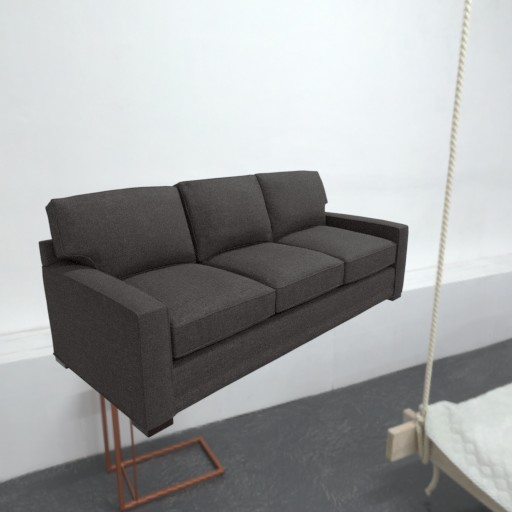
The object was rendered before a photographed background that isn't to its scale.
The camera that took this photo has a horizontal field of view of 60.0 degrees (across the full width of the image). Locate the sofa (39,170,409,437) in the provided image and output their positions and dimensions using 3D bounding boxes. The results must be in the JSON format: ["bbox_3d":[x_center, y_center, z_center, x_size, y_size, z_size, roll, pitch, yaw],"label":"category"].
[{"bbox_3d":[0.000,0.000,2.920,1.004,0.978,2.369,15,22,42],"label":"sofa"}]
